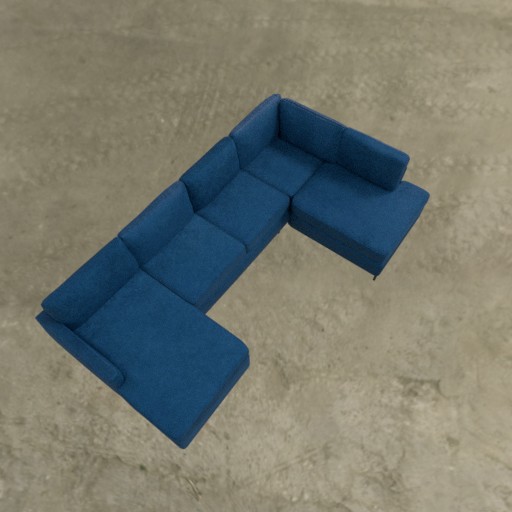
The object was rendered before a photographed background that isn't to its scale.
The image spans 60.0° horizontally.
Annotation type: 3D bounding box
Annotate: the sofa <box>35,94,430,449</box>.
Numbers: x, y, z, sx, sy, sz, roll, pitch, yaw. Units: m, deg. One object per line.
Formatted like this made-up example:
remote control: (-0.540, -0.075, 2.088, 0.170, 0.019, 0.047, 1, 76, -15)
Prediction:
sofa: (0.000, 0.000, 4.256, 2.055, 0.992, 3.434, 32, 63, 19)
